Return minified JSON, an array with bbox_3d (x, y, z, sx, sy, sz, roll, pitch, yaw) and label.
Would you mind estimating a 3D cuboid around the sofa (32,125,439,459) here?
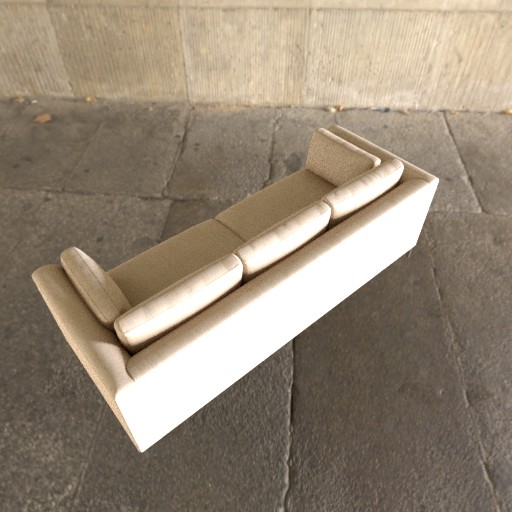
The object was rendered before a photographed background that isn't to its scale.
[{"bbox_3d":[0.000,0.000,2.907,2.415,0.867,0.969,-31,54,-27],"label":"sofa"}]
